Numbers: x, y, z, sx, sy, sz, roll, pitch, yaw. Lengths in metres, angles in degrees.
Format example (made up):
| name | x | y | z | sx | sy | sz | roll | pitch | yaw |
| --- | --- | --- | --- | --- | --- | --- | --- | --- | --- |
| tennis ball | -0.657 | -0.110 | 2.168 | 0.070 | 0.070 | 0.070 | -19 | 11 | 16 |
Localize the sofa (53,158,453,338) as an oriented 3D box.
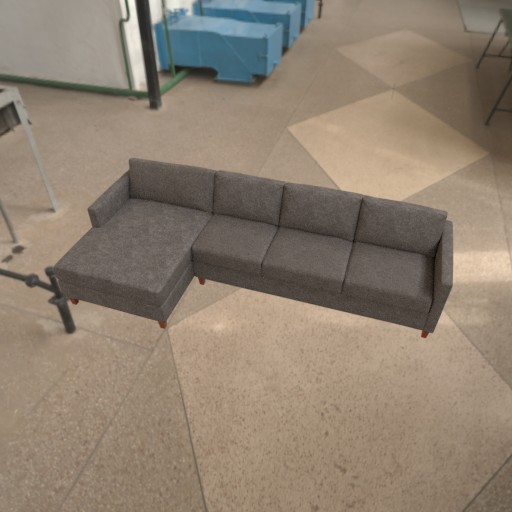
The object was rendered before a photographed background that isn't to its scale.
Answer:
| name | x | y | z | sx | sy | sz | roll | pitch | yaw |
| --- | --- | --- | --- | --- | --- | --- | --- | --- | --- |
| sofa | 0.000 | 0.000 | 4.256 | 3.471 | 0.954 | 1.606 | 12 | 43 | 14 |
